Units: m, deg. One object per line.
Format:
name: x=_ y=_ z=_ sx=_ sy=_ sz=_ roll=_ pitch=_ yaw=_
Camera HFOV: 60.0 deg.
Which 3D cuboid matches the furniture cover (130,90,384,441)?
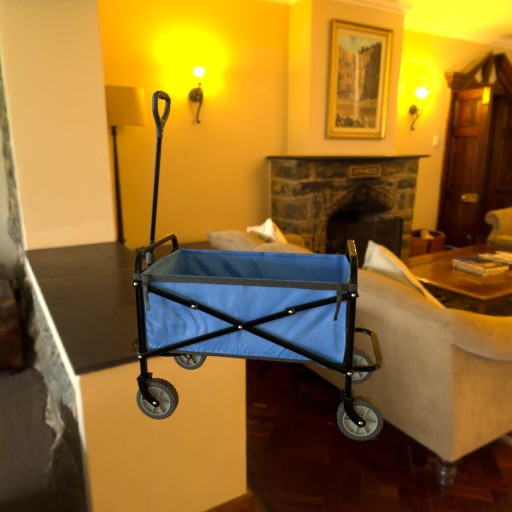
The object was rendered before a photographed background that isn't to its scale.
furniture cover: x=0.000 y=0.000 z=1.821 sx=1.038 sy=1.295 sz=0.532 roll=2 pitch=14 yaw=9
